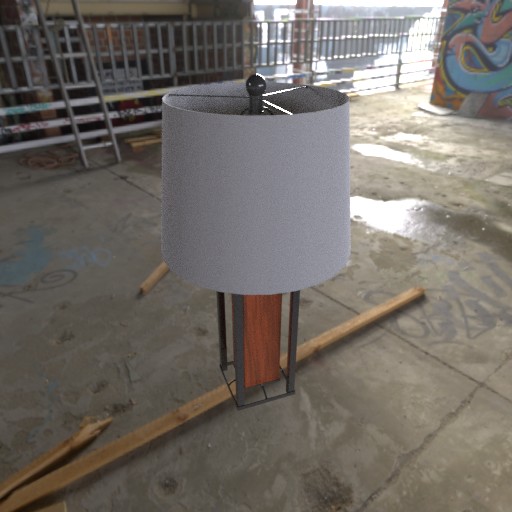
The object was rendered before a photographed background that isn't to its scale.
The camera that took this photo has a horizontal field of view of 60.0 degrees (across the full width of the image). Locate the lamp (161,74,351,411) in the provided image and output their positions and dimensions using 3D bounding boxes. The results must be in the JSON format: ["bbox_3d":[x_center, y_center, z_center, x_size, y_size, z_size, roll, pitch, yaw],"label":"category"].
[{"bbox_3d":[0.000,0.000,0.772,0.320,0.591,0.320,0,29,0],"label":"lamp"}]
